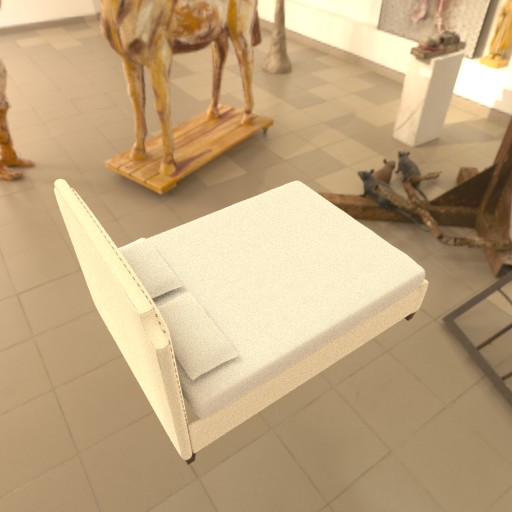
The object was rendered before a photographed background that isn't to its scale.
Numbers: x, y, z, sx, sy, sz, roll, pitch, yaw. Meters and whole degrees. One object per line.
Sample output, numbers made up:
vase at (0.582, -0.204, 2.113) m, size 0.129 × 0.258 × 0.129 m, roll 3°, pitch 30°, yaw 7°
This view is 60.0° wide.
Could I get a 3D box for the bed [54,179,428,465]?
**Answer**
bed at (0.000, 0.000, 3.513) m, size 2.372 × 1.497 × 1.712 m, roll -25°, pitch 47°, yaw -25°
